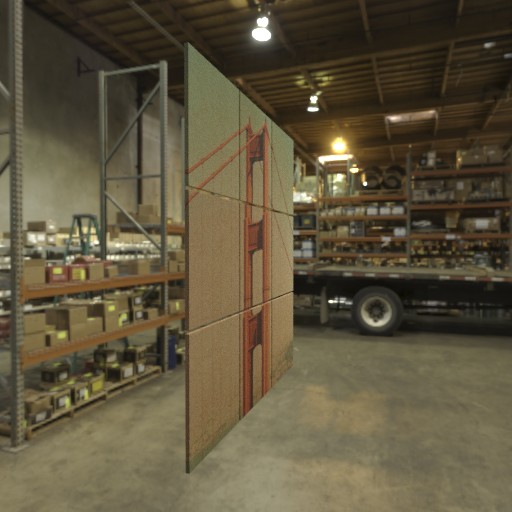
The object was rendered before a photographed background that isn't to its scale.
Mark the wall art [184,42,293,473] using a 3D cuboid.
[{"bbox_3d":[0.000,0.000,1.828,0.013,1.219,1.214,0,1,19],"label":"wall art"}]
